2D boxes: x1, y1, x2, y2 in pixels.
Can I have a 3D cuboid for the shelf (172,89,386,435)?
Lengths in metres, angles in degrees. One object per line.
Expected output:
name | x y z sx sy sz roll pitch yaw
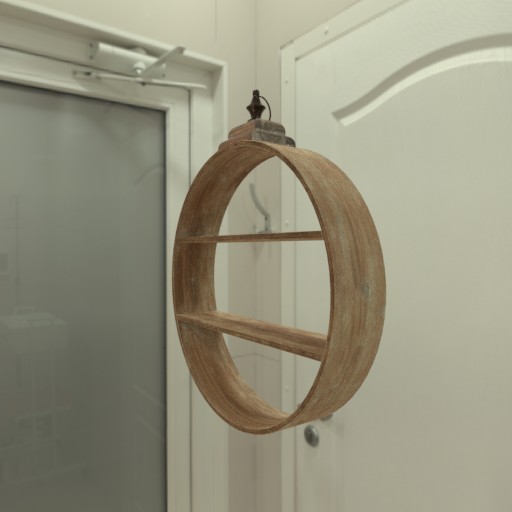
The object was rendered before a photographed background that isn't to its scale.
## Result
shelf | 0.000 0.000 0.972 0.125 0.725 0.601 -1 1 -35
